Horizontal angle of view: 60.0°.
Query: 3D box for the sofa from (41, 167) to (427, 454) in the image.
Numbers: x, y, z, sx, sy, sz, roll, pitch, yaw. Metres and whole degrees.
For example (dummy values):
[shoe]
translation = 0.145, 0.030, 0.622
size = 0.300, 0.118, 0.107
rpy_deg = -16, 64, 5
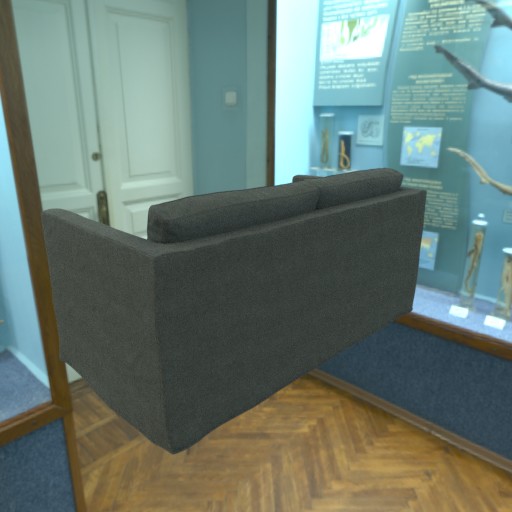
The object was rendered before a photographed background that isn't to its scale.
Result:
[sofa]
translation = 0.000, 0.000, 2.305
size = 1.802, 0.854, 0.974
rpy_deg = -17, 24, -42
